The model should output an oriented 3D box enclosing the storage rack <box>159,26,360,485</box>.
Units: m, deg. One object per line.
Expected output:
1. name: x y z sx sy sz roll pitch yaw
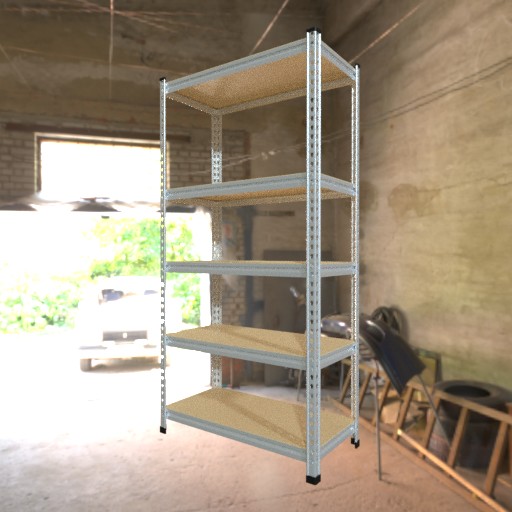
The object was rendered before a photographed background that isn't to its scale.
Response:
1. storage rack: 0.000 0.000 2.214 0.914 1.829 0.457 0 0 36
